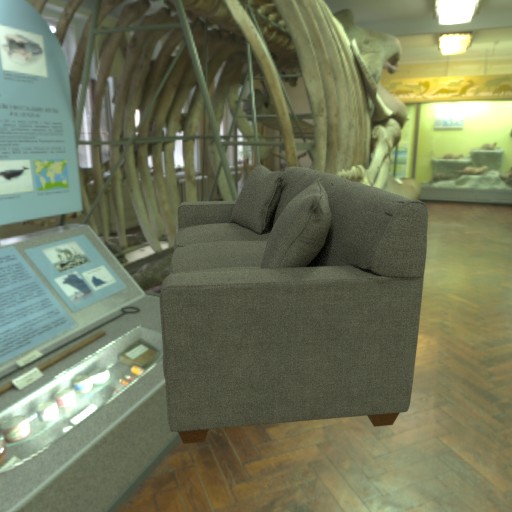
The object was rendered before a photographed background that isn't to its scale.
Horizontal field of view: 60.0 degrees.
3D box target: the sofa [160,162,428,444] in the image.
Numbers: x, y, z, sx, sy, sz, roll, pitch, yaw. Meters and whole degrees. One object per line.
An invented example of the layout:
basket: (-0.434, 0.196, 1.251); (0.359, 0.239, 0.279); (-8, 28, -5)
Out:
sofa: (0.000, 0.000, 2.541); (0.997, 0.958, 2.024); (-2, 15, -7)
